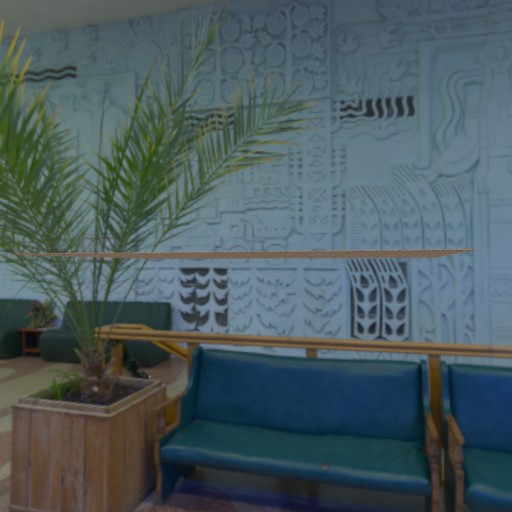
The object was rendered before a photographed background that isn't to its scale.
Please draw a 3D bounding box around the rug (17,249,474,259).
[{"bbox_3d":[0.000,0.000,2.835,2.285,0.006,1.524,0,-1,17],"label":"rug"}]
